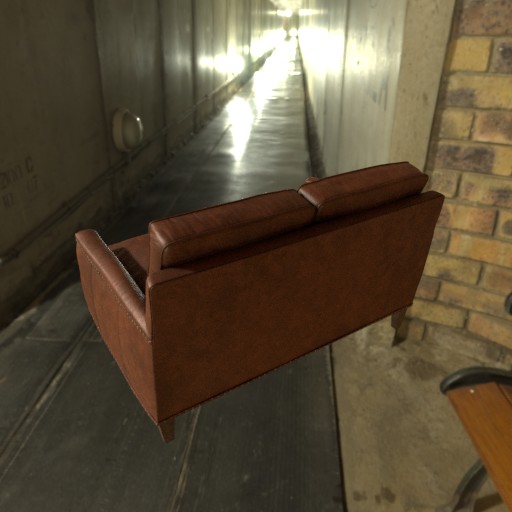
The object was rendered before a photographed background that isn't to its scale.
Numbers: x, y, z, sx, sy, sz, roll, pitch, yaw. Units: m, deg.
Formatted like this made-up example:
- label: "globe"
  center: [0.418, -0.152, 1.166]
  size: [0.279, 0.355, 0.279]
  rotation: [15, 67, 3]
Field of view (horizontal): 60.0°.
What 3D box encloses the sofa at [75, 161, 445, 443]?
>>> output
- label: "sofa"
  center: [0.000, 0.000, 2.332]
  size: [1.628, 1.003, 1.083]
  rotation: [-17, 33, -29]
